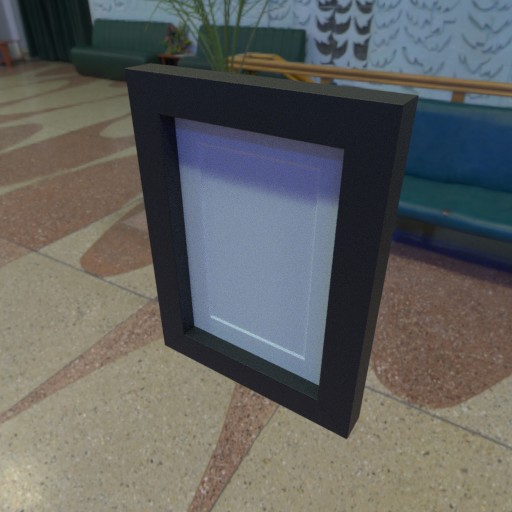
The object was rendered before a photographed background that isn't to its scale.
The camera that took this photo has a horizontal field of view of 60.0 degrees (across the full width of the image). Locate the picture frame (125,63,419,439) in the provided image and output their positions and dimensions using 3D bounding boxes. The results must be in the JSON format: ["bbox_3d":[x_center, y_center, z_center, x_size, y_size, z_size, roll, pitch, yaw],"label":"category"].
[{"bbox_3d":[0.000,0.000,0.275,0.157,0.208,0.028,19,36,28],"label":"picture frame"}]
